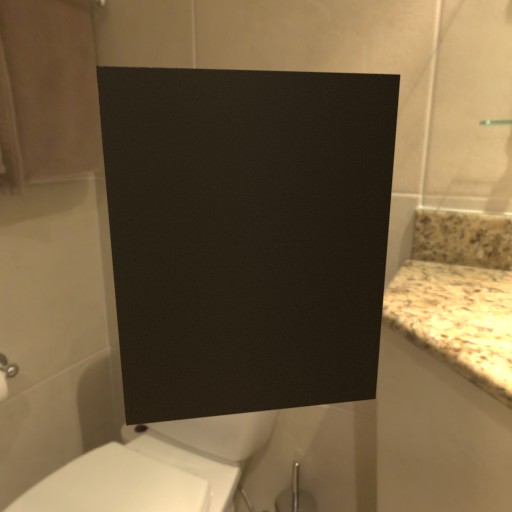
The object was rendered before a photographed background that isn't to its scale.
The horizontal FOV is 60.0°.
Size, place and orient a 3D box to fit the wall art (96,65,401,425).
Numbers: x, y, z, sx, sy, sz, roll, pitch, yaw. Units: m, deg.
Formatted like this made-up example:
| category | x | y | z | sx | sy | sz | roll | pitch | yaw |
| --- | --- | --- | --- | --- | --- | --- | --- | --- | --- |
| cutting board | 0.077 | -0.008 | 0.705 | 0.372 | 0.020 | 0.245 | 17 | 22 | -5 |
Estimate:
| category | x | y | z | sx | sy | sz | roll | pitch | yaw |
| --- | --- | --- | --- | --- | --- | --- | --- | --- | --- |
| wall art | 0.000 | 0.000 | 1.536 | 0.950 | 1.194 | 0.053 | -3 | 15 | -10 |
